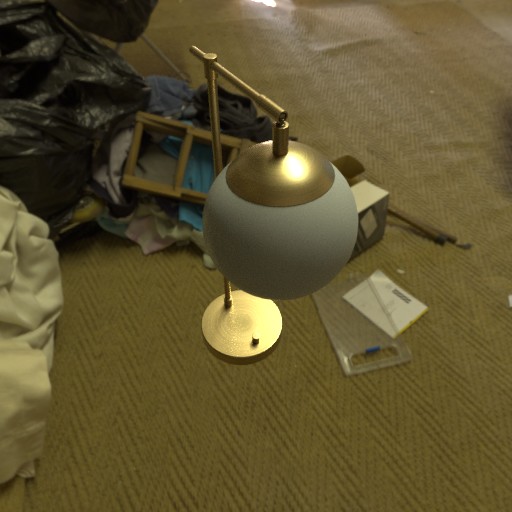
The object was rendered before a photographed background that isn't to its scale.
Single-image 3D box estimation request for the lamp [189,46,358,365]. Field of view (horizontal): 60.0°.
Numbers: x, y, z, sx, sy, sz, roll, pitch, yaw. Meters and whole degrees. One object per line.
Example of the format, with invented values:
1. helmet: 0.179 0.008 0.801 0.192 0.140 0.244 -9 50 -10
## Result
1. lamp: 0.000 0.000 0.714 0.207 0.559 0.324 -25 52 -22
